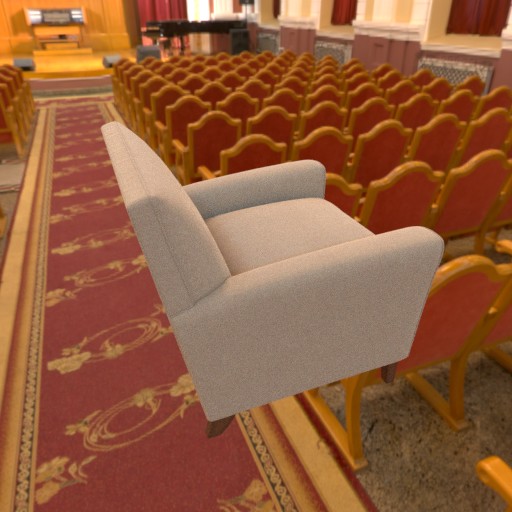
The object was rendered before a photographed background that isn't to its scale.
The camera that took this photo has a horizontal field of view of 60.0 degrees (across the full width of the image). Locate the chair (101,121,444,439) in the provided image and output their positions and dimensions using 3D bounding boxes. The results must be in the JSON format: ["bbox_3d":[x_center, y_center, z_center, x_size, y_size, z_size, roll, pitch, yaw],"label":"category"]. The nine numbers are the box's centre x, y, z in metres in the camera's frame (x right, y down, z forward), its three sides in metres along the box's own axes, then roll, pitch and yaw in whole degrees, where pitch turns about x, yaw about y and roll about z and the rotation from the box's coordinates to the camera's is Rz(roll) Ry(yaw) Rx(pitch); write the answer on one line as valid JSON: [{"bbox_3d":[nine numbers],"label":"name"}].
[{"bbox_3d":[0.000,0.000,1.570,0.871,0.846,0.840,-11,31,-18],"label":"chair"}]
